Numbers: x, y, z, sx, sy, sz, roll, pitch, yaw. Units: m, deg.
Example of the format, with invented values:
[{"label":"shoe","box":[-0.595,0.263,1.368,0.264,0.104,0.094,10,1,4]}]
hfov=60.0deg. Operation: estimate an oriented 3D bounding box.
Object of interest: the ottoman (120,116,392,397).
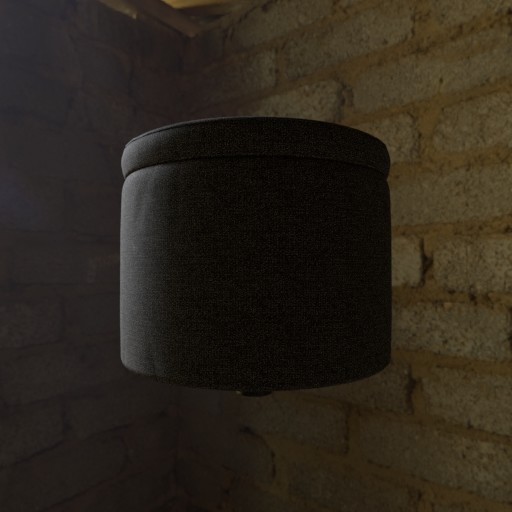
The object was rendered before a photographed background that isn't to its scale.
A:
[{"label":"ottoman","box":[0.000,0.000,0.889,0.520,0.430,0.520,0,-1,0]}]
